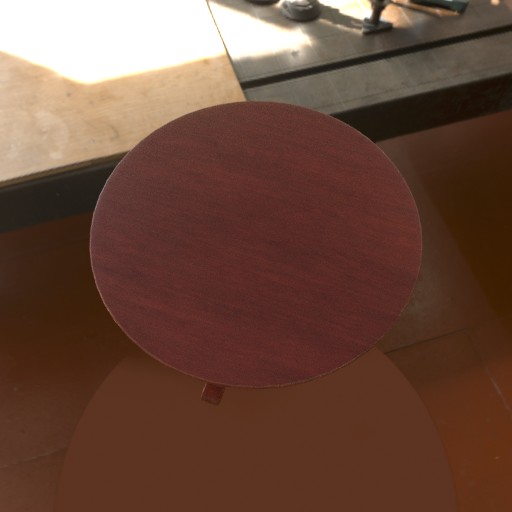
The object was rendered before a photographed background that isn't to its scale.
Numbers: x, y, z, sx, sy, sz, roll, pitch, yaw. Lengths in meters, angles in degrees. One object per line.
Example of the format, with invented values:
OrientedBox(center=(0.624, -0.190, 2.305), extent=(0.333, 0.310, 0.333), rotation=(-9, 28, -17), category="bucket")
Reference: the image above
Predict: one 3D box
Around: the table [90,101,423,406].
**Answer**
OrientedBox(center=(0.000, 0.000, 1.595), extent=(1.029, 0.486, 1.029), rotation=(0, 63, 0), category="table")
